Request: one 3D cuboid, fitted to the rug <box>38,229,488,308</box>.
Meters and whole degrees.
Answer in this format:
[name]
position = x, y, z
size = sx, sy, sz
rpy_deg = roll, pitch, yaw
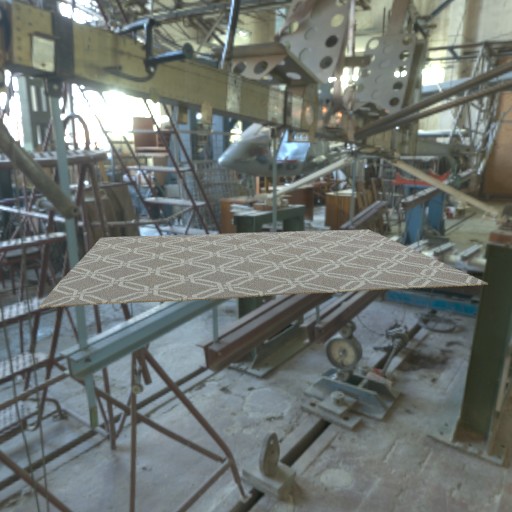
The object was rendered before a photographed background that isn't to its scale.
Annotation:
[rug]
position = 0.000, 0.000, 2.773
size = 2.135, 0.013, 1.524
rpy_deg = -2, 14, -9
